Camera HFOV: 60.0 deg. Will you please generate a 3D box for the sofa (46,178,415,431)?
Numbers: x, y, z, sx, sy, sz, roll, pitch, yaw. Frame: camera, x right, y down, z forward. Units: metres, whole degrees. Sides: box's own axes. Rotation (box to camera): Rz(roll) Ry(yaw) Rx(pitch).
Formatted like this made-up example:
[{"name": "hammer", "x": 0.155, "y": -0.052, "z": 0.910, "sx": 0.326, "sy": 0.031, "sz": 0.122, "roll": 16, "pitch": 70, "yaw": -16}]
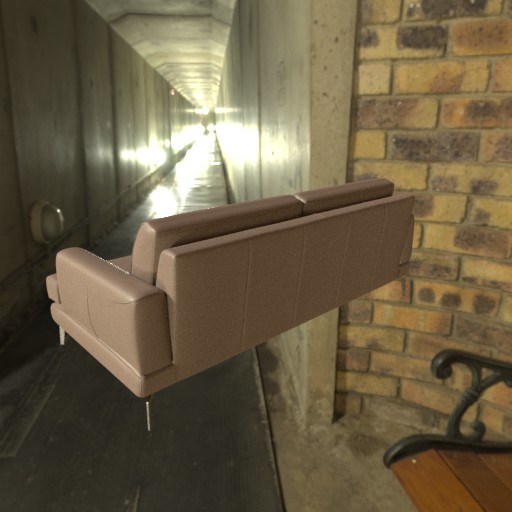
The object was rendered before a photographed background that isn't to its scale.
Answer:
[{"name": "sofa", "x": 0.000, "y": 0.000, "z": 2.445, "sx": 1.940, "sy": 0.765, "sz": 0.974, "roll": -16, "pitch": 24, "yaw": -40}]
